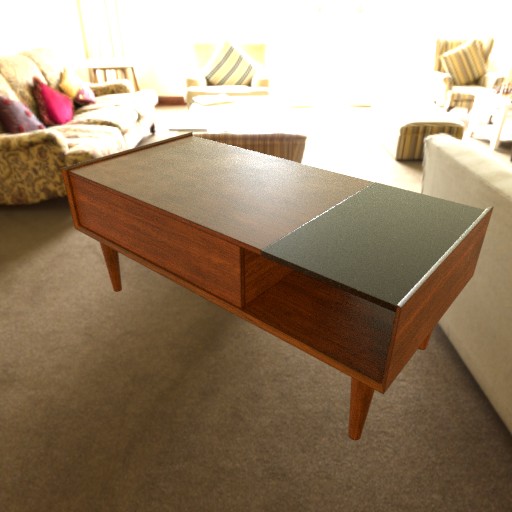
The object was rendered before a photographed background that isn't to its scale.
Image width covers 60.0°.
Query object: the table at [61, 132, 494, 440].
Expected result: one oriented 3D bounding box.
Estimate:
[{"bbox_3d":[0.000,0.000,1.502,1.221,0.508,0.610,23,37,34],"label":"table"}]
